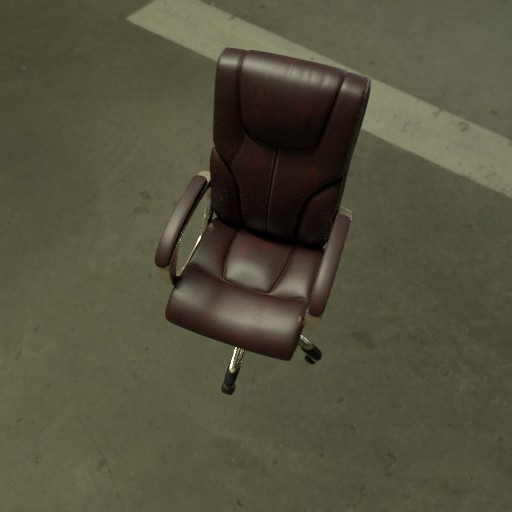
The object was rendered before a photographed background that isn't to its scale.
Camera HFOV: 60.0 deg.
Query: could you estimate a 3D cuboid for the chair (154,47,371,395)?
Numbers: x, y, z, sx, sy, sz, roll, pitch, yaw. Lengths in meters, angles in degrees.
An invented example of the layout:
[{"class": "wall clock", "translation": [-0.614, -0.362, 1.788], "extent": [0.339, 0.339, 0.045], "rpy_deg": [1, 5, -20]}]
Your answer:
[{"class": "chair", "translation": [0.000, 0.000, 1.576], "extent": [0.662, 1.107, 0.739], "rpy_deg": [17, 60, 10]}]
